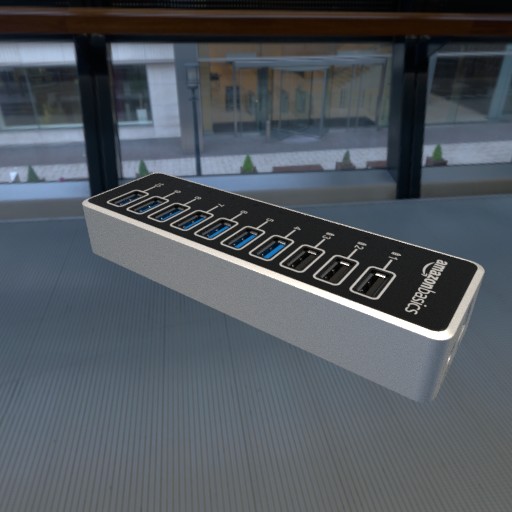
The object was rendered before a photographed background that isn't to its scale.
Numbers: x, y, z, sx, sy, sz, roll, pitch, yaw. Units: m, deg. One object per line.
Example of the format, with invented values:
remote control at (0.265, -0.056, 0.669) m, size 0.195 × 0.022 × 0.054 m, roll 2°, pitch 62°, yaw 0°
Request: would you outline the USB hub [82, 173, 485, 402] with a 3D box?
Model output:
USB hub at (0.000, 0.000, 0.163) m, size 0.145 × 0.023 × 0.044 m, roll 20°, pitch 36°, yaw 30°
